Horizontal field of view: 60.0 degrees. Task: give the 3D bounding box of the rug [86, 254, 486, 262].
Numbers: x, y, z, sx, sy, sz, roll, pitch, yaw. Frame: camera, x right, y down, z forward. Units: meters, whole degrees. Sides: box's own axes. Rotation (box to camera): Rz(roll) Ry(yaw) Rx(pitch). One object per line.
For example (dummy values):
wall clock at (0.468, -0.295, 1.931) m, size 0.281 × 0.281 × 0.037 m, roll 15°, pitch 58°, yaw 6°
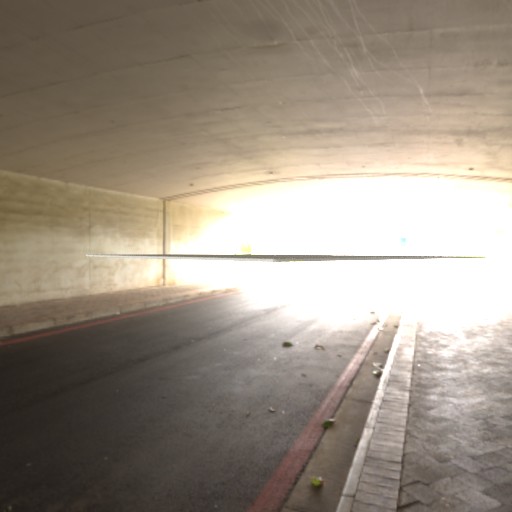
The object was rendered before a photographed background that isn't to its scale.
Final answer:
rug at (0.000, 0.000, 2.900) m, size 1.532 × 0.017 × 2.244 m, roll 0°, pitch 1°, yaw -37°
